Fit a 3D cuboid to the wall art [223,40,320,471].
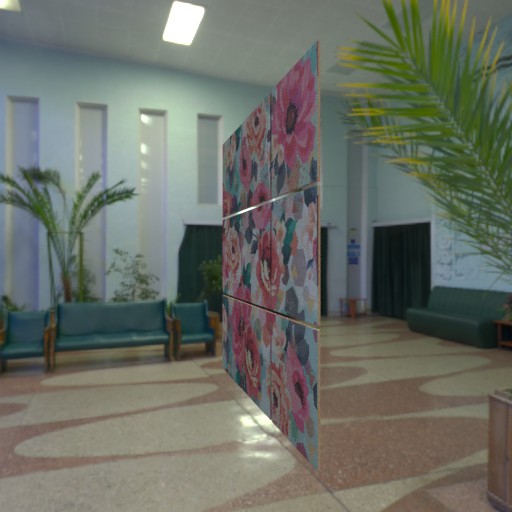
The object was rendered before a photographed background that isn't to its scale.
[{"bbox_3d":[0.000,0.000,2.292,0.013,1.519,1.521,0,0,-17],"label":"wall art"}]
